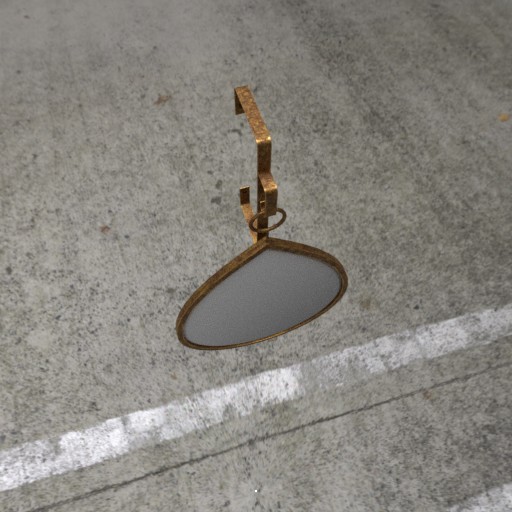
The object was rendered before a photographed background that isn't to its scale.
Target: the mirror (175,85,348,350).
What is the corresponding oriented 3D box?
[{"bbox_3d":[0.000,0.000,0.902,0.405,0.744,0.144,-15,63,-8],"label":"mirror"}]
